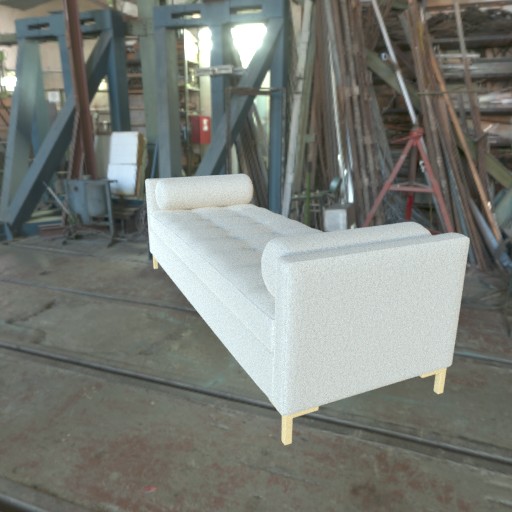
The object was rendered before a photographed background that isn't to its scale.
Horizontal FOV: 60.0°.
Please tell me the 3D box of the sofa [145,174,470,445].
[{"bbox_3d":[0.000,0.000,2.316,0.746,0.641,1.985,-8,19,-23],"label":"sofa"}]
